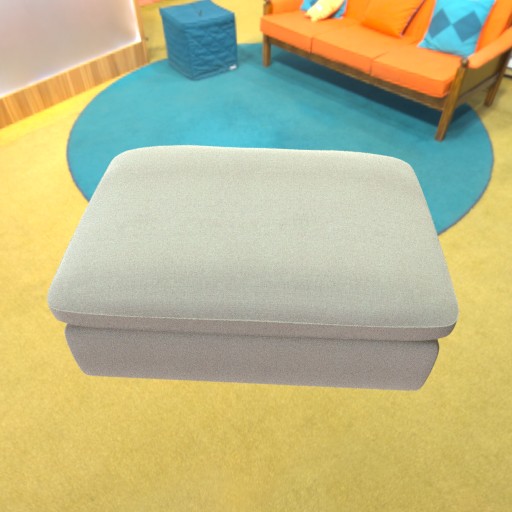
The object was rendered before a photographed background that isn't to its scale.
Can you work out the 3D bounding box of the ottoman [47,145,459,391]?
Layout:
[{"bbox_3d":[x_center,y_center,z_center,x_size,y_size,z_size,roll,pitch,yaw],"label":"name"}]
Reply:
[{"bbox_3d":[0.000,0.000,1.341,0.984,0.453,0.686,2,46,2],"label":"ottoman"}]
